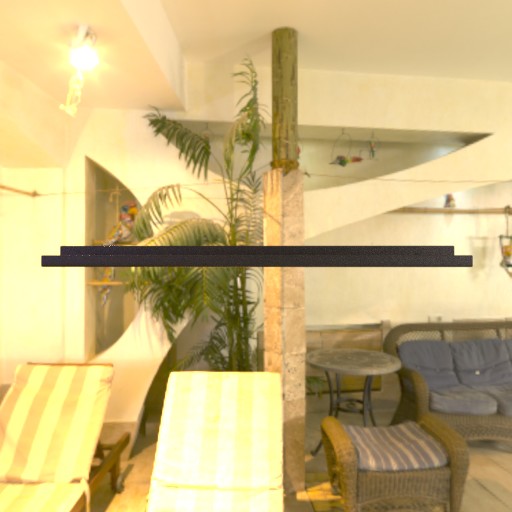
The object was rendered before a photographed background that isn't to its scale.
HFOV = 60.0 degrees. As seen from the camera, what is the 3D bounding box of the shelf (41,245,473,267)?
[{"bbox_3d":[0.000,0.000,0.994,0.924,0.049,0.092,0,0,1],"label":"shelf"}]
